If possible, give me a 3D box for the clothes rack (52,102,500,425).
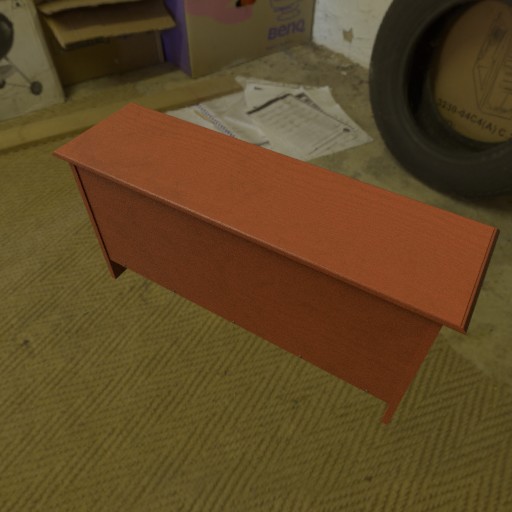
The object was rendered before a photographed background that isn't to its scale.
[{"bbox_3d":[0.000,0.000,1.462,1.251,0.594,0.362,24,52,20],"label":"clothes rack"}]
